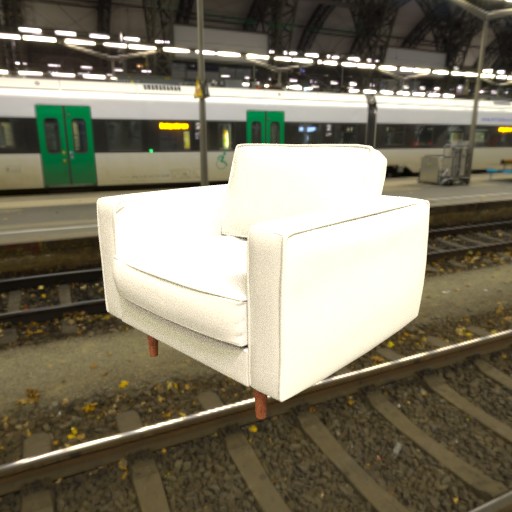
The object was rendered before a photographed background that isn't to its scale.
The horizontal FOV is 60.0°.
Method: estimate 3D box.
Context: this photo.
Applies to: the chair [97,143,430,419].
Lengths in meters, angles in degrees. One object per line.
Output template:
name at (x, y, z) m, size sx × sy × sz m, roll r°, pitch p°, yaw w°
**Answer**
chair at (0.000, 0.000, 1.581) m, size 0.928 × 0.773 × 0.843 m, roll 14°, pitch 20°, yaw 42°
